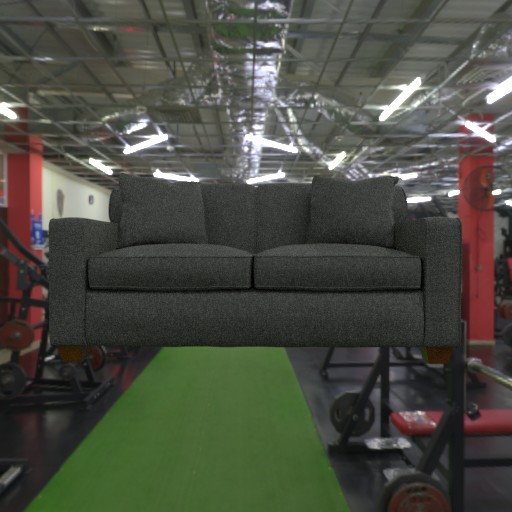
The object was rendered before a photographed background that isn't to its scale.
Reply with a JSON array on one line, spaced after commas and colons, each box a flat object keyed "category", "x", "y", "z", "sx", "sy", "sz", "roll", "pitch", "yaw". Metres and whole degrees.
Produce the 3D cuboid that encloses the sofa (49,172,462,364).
[{"category": "sofa", "x": 0.000, "y": 0.000, "z": 2.410, "sx": 1.846, "sy": 0.958, "sz": 0.998, "roll": 0, "pitch": 1, "yaw": 1}]
